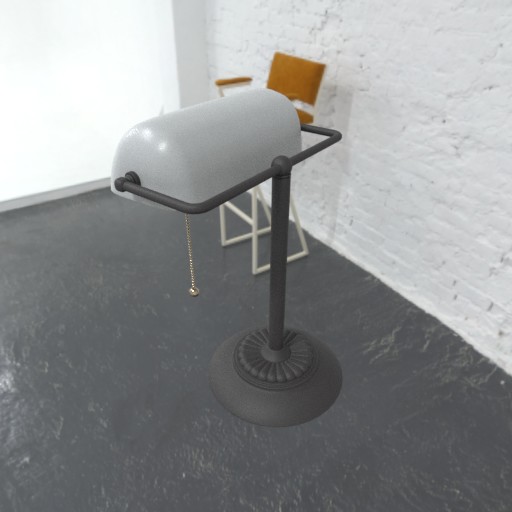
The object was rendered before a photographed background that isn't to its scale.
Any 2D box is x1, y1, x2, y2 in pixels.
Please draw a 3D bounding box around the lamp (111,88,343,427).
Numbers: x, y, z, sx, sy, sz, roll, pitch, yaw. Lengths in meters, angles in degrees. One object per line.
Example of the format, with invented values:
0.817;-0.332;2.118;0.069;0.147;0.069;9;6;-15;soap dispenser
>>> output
0.000;0.000;0.521;0.243;0.339;0.264;22;38;30;lamp
